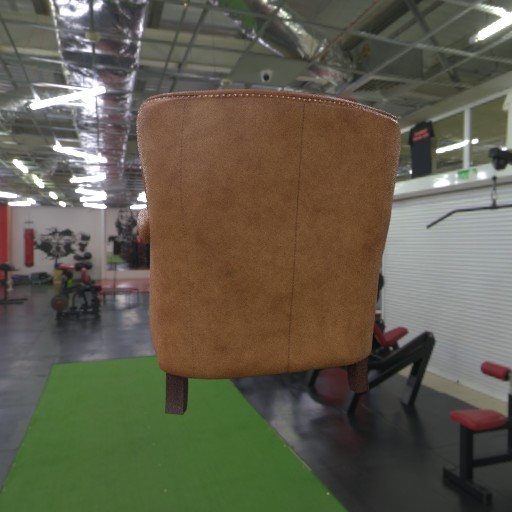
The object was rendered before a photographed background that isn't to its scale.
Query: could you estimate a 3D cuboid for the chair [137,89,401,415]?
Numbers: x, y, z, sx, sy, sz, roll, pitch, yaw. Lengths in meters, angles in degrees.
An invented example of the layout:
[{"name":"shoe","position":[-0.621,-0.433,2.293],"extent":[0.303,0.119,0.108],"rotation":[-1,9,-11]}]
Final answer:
[{"name":"chair","position":[0.000,0.000,1.640],"extent":[0.861,0.936,0.921],"rotation":[0,1,-16]}]
